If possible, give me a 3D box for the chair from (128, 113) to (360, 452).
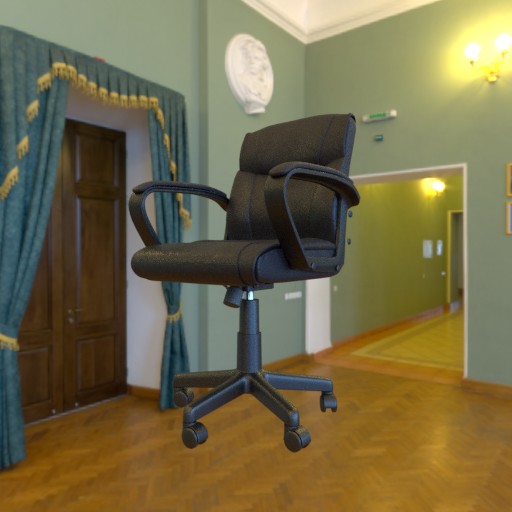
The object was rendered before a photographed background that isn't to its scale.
[{"bbox_3d":[0.000,0.000,1.412,0.576,0.998,0.641,1,1,36],"label":"chair"}]
